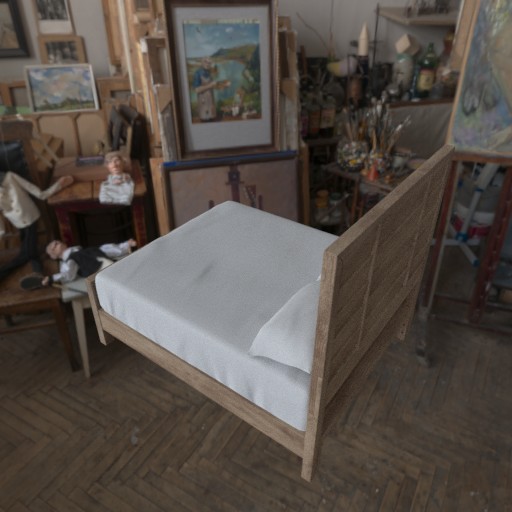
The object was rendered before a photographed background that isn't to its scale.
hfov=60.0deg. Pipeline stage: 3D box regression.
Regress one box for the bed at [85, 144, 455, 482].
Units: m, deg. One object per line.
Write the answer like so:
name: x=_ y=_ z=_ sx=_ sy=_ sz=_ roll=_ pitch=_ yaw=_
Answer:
bed: x=0.000 y=0.000 z=3.262 sx=2.017 sy=1.631 sz=1.615 roll=22 pitch=39 yaw=30
